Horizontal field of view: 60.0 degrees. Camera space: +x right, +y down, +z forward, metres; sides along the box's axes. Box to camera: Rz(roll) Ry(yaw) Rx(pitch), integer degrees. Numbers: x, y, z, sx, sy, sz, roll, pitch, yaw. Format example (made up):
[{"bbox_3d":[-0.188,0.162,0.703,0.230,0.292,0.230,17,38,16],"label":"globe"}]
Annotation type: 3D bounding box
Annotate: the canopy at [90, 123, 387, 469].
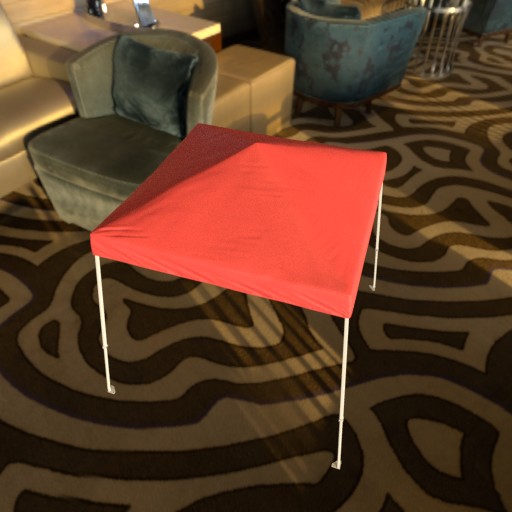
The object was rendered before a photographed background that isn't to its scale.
[{"bbox_3d":[0.000,0.000,6.447,3.600,3.600,3.599,13,44,14],"label":"canopy"}]
